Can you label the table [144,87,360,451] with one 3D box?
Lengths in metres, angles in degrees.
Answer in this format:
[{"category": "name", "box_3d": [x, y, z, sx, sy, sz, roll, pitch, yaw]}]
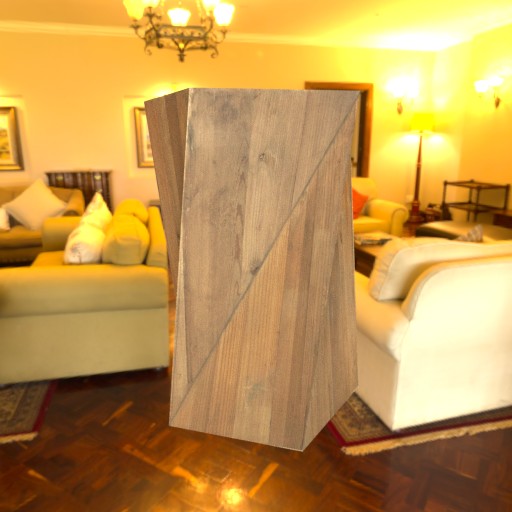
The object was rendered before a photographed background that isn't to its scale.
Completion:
[{"category": "table", "box_3d": [0.000, 0.000, 0.904, 0.425, 0.604, 0.441, 7, 16, 27]}]
